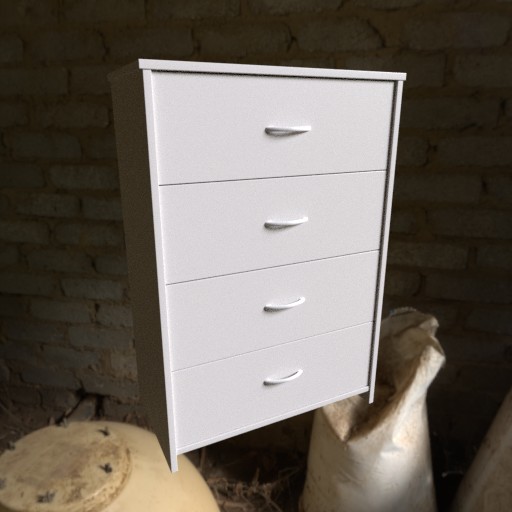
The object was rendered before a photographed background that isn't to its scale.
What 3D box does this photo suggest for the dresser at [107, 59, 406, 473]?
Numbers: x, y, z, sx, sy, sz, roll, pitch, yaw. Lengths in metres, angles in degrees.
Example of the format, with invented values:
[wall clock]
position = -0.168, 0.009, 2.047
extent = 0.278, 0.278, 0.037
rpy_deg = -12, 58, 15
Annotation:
[dresser]
position = 0.000, 0.000, 1.336
extent = 0.704, 1.021, 0.401
rpy_deg = -9, 20, -25
